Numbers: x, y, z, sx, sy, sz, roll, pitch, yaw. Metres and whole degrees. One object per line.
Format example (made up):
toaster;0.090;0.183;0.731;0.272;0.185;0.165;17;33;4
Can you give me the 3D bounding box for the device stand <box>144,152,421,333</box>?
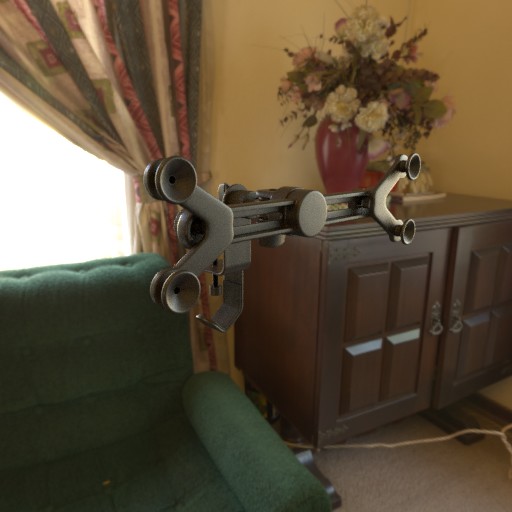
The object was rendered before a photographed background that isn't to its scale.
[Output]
device stand;0.000;0.000;0.366;0.270;0.166;0.142;-13;19;-43
